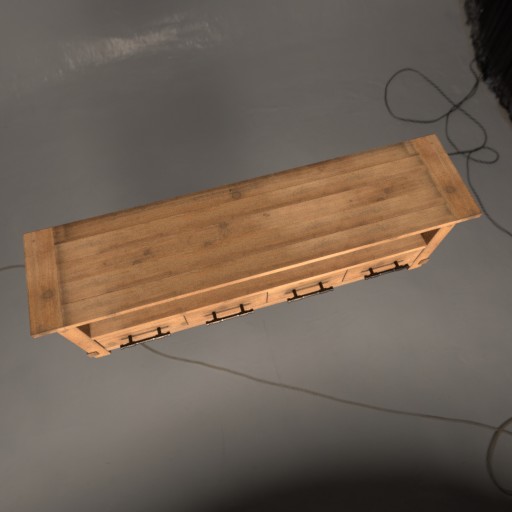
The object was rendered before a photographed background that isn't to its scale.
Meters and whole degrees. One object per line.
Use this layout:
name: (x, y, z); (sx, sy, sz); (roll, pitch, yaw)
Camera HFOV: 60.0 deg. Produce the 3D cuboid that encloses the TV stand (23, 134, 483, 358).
TV stand: (0.000, 0.000, 2.036); (1.804, 0.573, 0.453); (-15, 65, -7)
